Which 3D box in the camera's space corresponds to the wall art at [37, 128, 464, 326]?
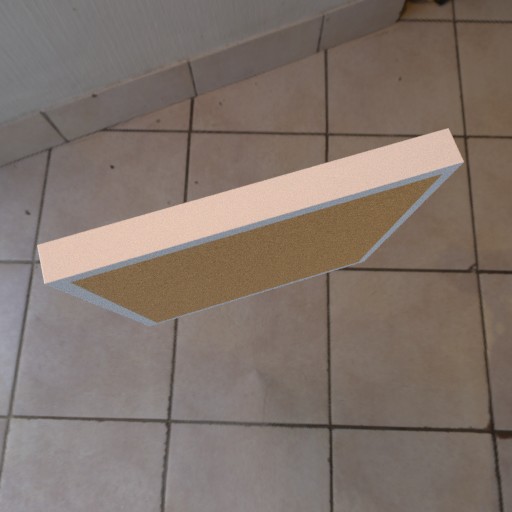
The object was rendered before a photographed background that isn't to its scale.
[{"bbox_3d":[0.000,0.000,0.611,0.406,0.406,0.038,-17,76,-4],"label":"wall art"}]
